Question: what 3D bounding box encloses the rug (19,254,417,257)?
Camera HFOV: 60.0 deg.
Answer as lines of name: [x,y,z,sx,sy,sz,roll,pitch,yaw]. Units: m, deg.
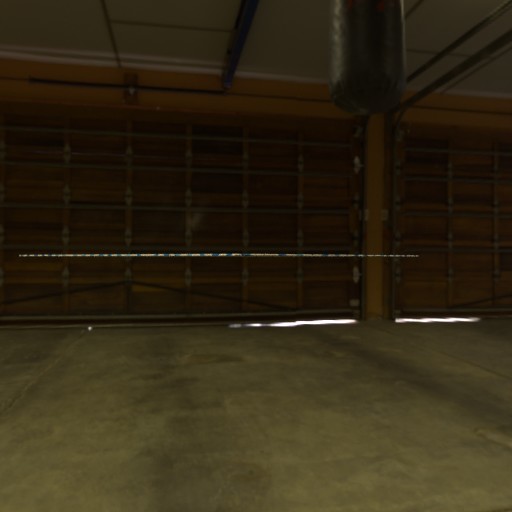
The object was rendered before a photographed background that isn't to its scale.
rug: [0.000,0.000,3.041,1.531,0.008,2.439,0,0,35]
